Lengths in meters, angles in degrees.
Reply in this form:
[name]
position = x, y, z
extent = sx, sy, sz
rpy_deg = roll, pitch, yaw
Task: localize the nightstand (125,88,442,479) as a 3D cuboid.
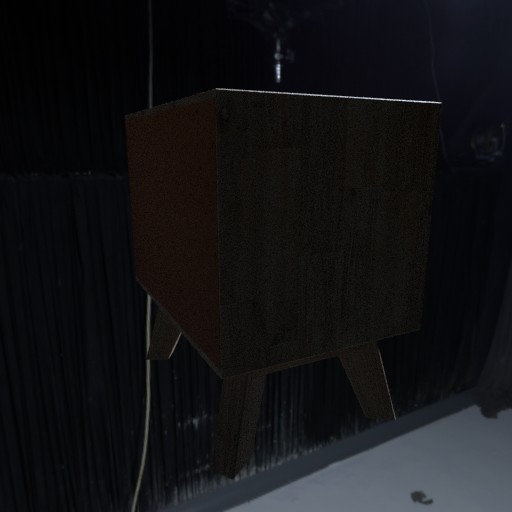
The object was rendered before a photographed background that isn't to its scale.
[nightstand]
position = 0.000, 0.000, 0.940
extent = 0.396, 0.589, 0.552
rpy_deg = -7, 15, -26
